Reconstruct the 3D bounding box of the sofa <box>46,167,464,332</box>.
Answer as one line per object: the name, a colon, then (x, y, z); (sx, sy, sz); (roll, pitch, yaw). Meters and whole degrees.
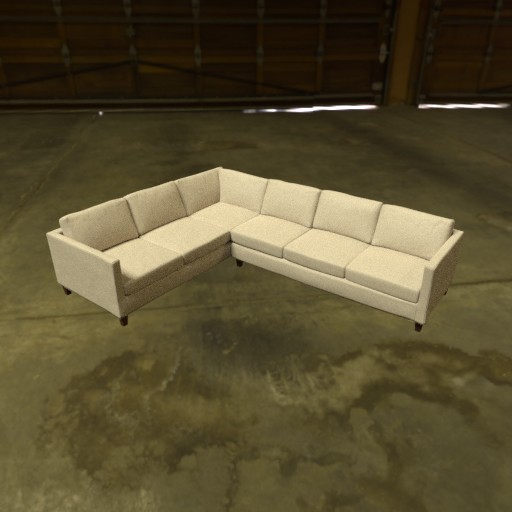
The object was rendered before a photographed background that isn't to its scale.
sofa: (0.000, 0.000, 4.318); (3.182, 0.863, 2.432); (19, 32, 32)
